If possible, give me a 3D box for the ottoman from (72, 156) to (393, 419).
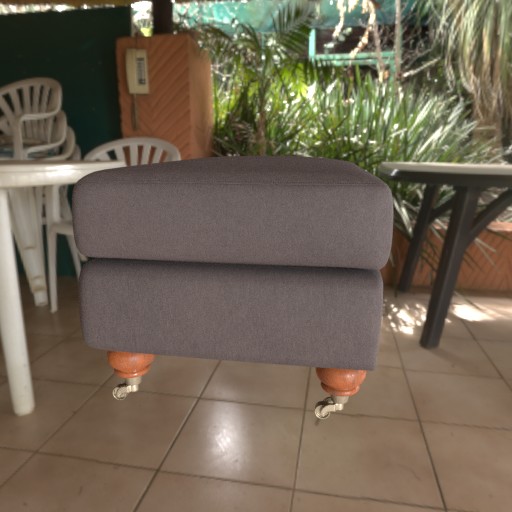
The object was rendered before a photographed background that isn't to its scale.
[{"bbox_3d":[0.000,0.000,1.129,0.574,0.497,0.773,2,14,9],"label":"ottoman"}]
